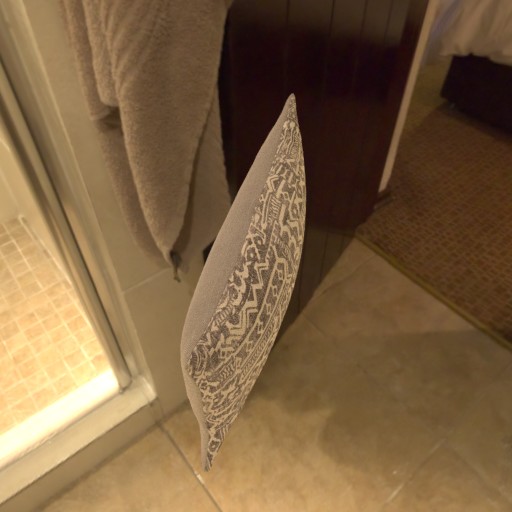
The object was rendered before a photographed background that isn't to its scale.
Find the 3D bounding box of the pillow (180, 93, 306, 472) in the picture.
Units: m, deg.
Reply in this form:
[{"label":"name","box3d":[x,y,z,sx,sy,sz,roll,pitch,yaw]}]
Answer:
[{"label":"pillow","box3d":[0.000,0.000,0.763,0.148,0.290,0.631,10,48,9]}]
